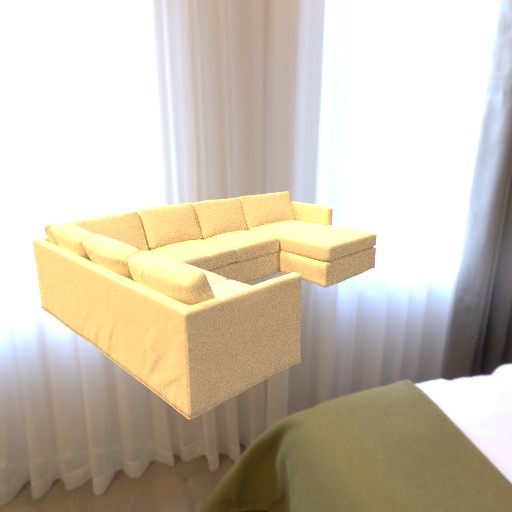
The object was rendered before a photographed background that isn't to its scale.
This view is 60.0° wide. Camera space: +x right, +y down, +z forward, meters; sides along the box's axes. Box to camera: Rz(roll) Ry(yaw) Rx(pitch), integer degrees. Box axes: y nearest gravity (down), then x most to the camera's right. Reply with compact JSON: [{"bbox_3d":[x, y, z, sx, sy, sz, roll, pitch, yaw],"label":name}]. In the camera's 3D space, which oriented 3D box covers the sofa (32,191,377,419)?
[{"bbox_3d":[0.000,0.000,4.490,3.460,0.882,2.427,-15,22,-42],"label":"sofa"}]
